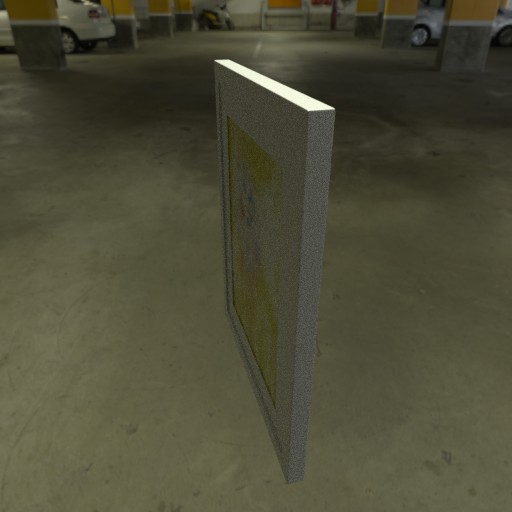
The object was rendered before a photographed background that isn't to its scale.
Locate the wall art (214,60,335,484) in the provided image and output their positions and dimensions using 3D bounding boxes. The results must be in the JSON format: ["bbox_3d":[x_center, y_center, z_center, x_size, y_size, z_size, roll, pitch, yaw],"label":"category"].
[{"bbox_3d":[0.000,0.000,0.736,0.028,0.556,0.454,-8,30,-14],"label":"wall art"}]
